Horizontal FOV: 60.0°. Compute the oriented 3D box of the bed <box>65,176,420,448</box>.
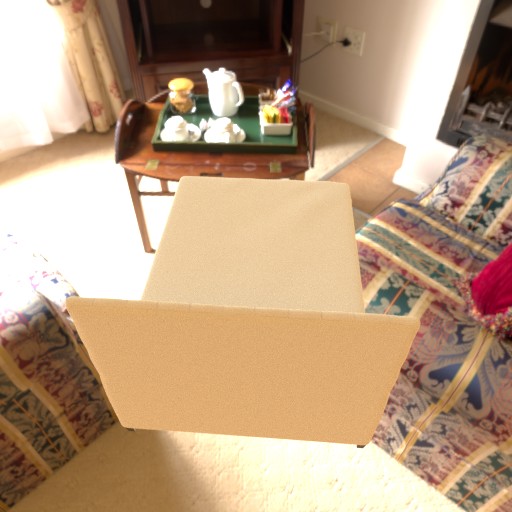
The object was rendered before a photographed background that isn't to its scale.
[{"bbox_3d":[0.000,0.000,3.332,1.696,1.426,2.233,3,45,3],"label":"bed"}]
